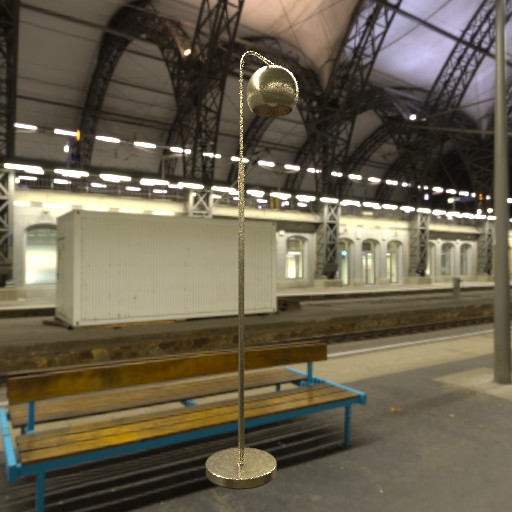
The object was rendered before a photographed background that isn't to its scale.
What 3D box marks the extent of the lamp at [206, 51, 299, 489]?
[{"bbox_3d":[0.000,0.000,1.648,0.250,1.526,0.431,-1,-1,35],"label":"lamp"}]
